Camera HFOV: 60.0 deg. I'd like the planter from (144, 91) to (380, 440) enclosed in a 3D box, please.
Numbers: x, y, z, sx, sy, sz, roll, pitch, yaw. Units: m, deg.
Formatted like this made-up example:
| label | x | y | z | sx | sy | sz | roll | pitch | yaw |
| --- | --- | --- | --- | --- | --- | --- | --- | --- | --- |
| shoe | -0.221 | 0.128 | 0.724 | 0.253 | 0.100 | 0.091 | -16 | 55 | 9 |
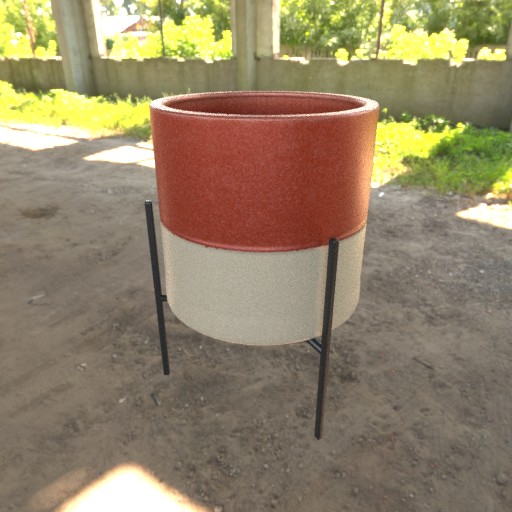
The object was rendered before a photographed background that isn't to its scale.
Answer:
| label | x | y | z | sx | sy | sz | roll | pitch | yaw |
| --- | --- | --- | --- | --- | --- | --- | --- | --- | --- |
| planter | 0.000 | 0.000 | 0.533 | 0.251 | 0.354 | 0.235 | 0 | 25 | -1 |
